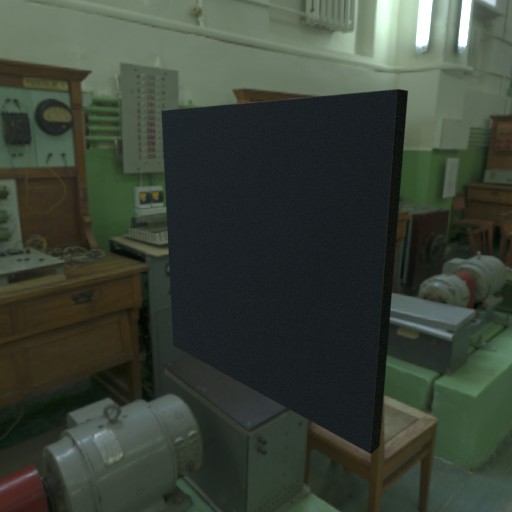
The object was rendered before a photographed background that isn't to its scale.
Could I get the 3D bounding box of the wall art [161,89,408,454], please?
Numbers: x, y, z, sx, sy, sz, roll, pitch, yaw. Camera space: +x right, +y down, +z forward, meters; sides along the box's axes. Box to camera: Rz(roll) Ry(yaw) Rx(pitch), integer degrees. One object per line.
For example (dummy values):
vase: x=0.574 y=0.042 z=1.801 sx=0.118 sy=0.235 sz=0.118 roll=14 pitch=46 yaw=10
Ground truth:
wall art: x=0.000 y=0.000 z=1.162 sx=0.038 sy=0.762 sz=0.762 roll=-14 pitch=20 yaw=-43
